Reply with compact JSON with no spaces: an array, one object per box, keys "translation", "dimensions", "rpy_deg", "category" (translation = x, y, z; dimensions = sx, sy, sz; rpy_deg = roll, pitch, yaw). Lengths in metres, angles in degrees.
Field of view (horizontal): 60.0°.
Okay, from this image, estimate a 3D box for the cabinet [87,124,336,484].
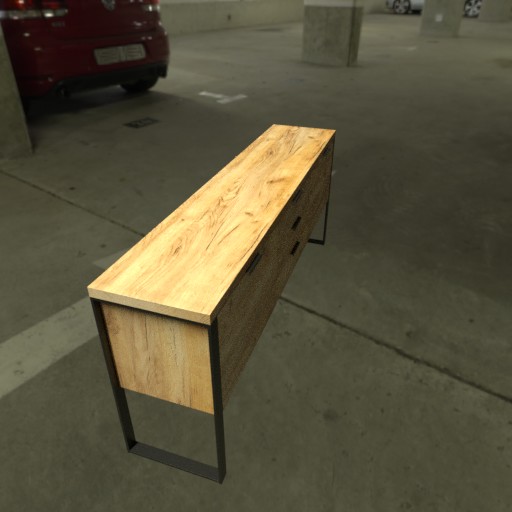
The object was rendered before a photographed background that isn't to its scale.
[{"translation":[0.000,0.000,2.131],"dimensions":[0.395,0.762,1.800],"rpy_deg":[10,33,16],"category":"cabinet"}]
